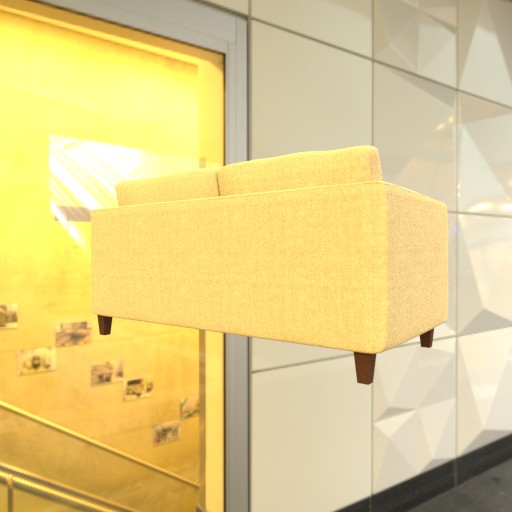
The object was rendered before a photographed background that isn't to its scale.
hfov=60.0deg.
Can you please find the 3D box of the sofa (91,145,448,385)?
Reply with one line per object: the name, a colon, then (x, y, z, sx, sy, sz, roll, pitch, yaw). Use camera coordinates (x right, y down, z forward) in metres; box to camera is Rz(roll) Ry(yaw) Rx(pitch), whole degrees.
sofa: (0.000, 0.000, 2.530, 1.884, 0.963, 0.950, 0, 1, 37)
